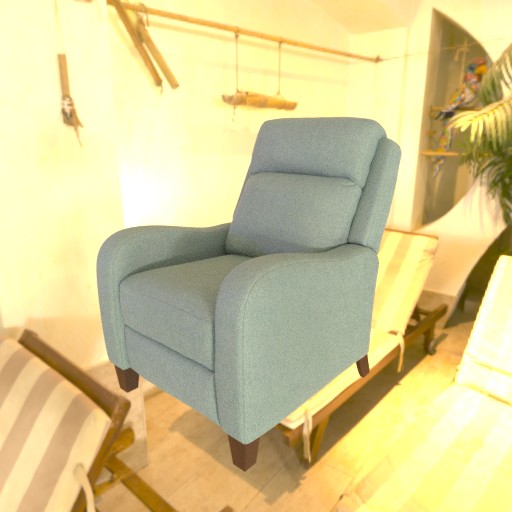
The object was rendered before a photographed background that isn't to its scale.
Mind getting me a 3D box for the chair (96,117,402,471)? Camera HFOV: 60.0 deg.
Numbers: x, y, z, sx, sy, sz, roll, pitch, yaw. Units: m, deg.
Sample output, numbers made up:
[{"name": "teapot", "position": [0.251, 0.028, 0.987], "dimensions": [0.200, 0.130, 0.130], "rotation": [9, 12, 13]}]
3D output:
[{"name": "chair", "position": [0.000, 0.000, 1.765], "dimensions": [0.785, 1.067, 0.988], "rotation": [14, 21, 39]}]
